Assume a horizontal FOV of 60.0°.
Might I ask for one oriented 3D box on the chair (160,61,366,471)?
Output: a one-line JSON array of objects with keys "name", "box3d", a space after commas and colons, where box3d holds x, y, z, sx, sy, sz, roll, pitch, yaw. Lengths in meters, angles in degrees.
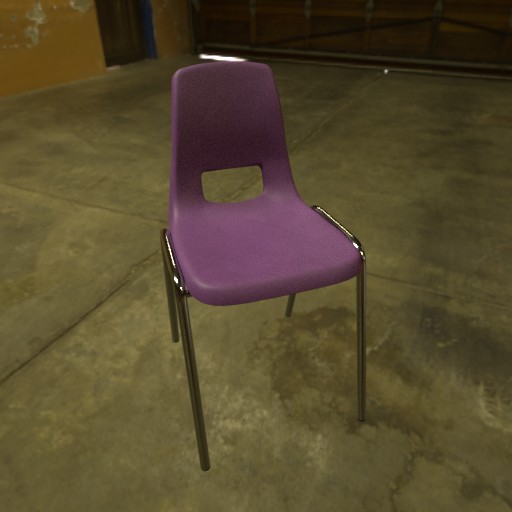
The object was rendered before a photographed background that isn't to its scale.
[{"name": "chair", "box3d": [0.000, 0.000, 0.935, 0.381, 0.704, 0.432, -10, 33, -16]}]
